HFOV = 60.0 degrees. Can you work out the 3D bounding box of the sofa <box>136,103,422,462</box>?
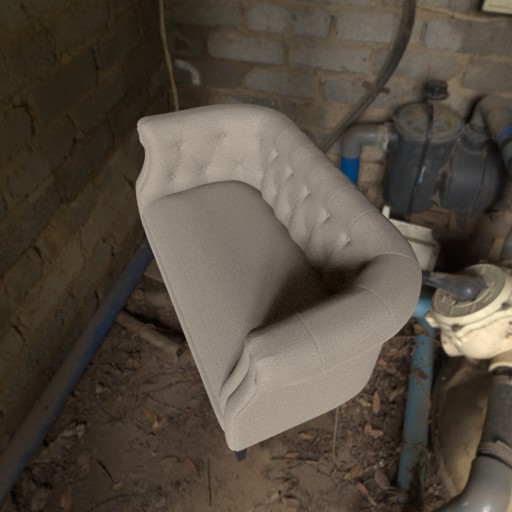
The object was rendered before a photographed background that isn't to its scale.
[{"bbox_3d":[0.000,0.000,2.069,0.835,0.827,1.558,-18,49,-16],"label":"sofa"}]
